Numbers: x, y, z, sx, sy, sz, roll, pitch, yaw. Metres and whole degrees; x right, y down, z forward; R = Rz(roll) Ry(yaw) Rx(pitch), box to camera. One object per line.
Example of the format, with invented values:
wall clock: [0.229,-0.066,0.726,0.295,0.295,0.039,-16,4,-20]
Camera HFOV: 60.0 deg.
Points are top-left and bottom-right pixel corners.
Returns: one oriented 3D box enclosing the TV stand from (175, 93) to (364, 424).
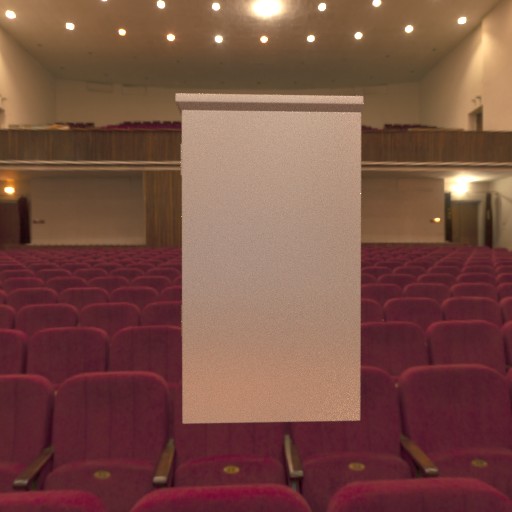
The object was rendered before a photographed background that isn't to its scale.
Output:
TV stand: [0.000,0.000,1.392,0.344,0.603,1.167,0,1,-3]
